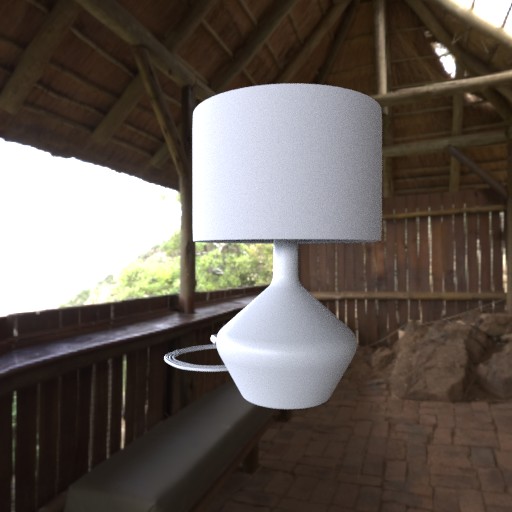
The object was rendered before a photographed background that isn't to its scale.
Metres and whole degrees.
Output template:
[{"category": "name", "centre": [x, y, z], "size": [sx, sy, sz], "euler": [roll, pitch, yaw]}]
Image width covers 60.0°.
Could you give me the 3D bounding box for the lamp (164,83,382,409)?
[{"category": "lamp", "centre": [0.000, 0.000, 0.853], "size": [0.401, 0.457, 0.546], "euler": [0, 1, -1]}]
